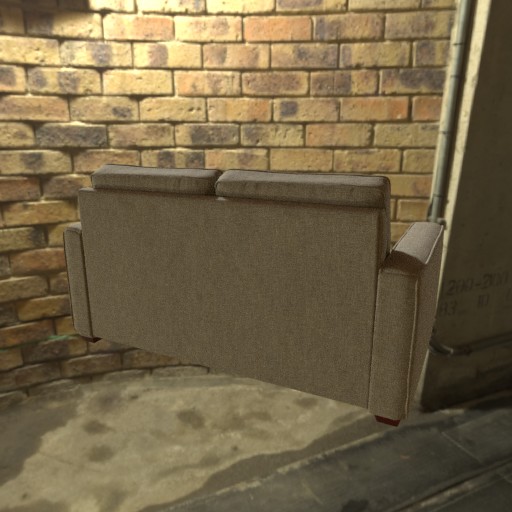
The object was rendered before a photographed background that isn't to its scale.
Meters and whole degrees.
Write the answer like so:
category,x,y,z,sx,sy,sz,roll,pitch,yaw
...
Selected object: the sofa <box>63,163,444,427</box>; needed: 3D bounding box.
category,x,y,z,sx,sy,sz,roll,pitch,yaw
sofa,0.000,0.000,2.244,1.706,0.915,0.945,8,17,25
